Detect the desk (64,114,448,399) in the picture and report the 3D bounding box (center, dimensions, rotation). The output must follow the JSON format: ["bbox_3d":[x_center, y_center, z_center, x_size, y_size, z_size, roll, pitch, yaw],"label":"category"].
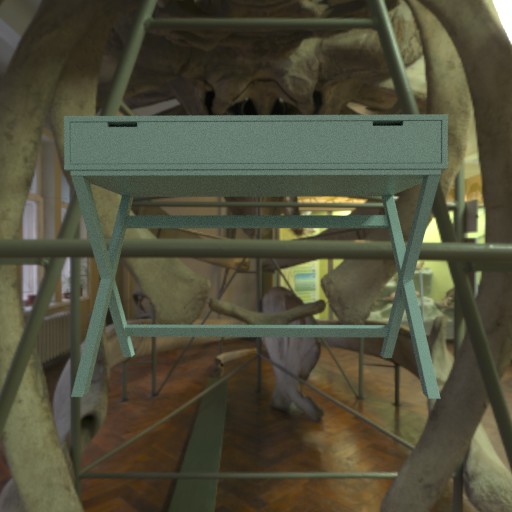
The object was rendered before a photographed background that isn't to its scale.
[{"bbox_3d":[0.000,0.000,1.476,1.059,0.780,0.509,0,1,1],"label":"desk"}]
